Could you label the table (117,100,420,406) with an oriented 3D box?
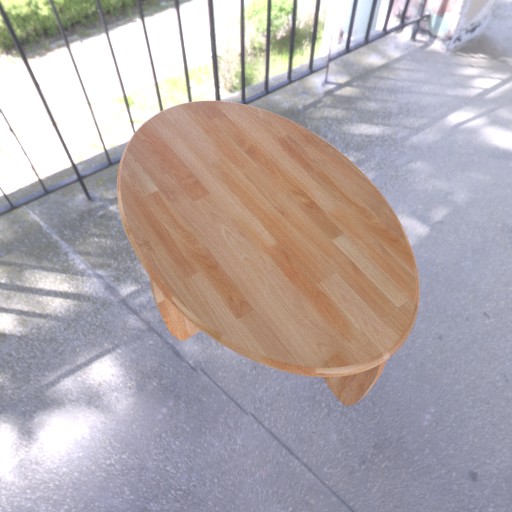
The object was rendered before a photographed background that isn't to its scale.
[{"bbox_3d":[0.000,0.000,1.412,0.690,0.490,1.040,-31,62,-18],"label":"table"}]
